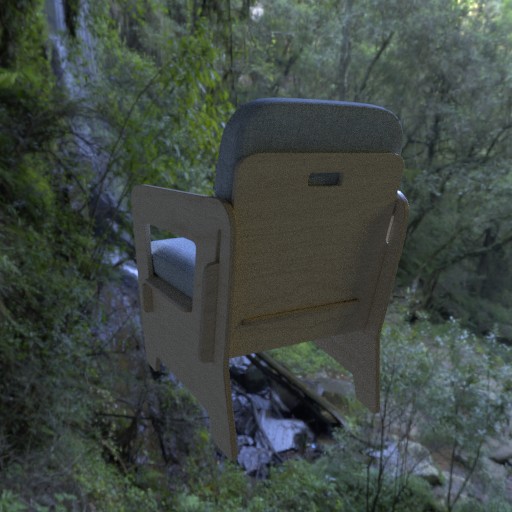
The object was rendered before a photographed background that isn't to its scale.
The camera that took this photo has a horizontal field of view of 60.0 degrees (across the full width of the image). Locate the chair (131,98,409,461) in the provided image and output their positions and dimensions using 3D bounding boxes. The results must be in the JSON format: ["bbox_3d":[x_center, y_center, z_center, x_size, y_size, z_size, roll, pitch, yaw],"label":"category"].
[{"bbox_3d":[0.000,0.000,1.287,0.590,0.800,0.710,-6,14,-26],"label":"chair"}]
